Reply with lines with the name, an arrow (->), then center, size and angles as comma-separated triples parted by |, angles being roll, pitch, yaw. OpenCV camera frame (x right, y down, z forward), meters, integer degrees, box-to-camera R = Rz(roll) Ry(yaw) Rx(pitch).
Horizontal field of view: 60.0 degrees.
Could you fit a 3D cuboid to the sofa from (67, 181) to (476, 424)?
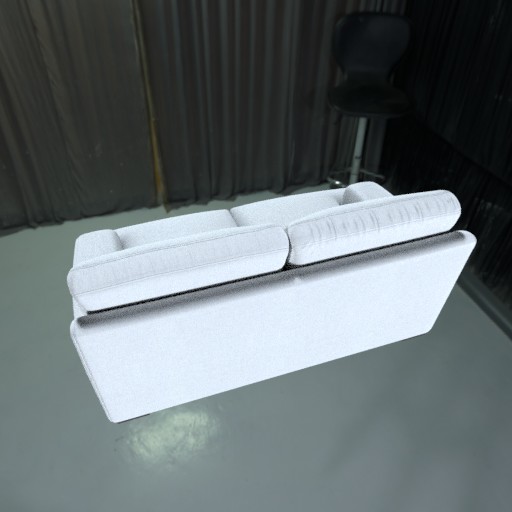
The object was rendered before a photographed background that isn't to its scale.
sofa -> 0.000, 0.000, 2.433 | 1.880, 0.940, 1.143 | -12, 41, -14
